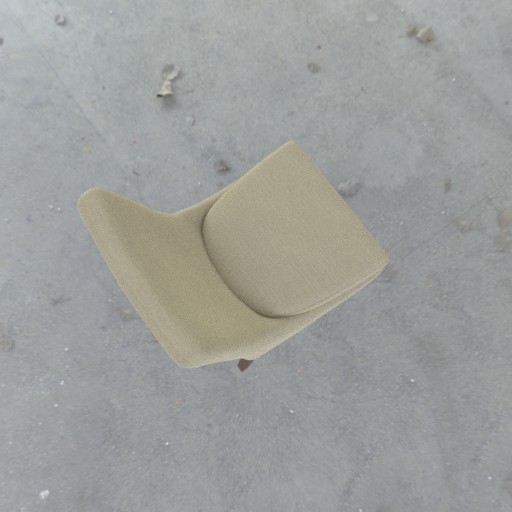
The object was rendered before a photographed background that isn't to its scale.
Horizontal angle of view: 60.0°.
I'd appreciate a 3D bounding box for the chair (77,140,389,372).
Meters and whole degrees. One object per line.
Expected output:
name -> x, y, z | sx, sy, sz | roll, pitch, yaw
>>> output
chair -> 0.000, 0.000, 1.326 | 0.638, 0.940, 0.515 | -34, 77, -9
